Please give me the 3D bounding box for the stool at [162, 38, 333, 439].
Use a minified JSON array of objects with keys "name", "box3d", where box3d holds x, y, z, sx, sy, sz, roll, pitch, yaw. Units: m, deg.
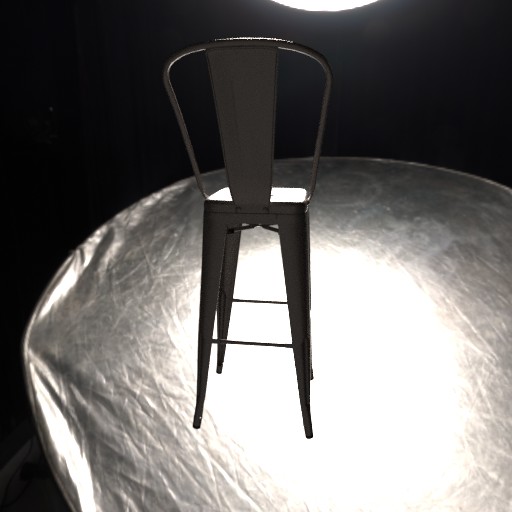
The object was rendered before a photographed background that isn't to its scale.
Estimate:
[{"name":"stool","box3d":[0.000,0.000,1.324,0.399,1.096,0.513,2,16,7]}]
